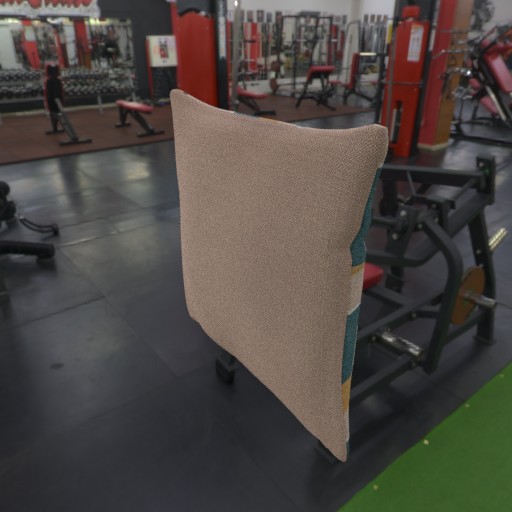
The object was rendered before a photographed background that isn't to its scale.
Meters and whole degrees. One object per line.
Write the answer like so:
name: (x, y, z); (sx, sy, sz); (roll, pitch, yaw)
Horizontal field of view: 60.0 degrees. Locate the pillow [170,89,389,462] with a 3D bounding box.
pillow: (0.000, 0.000, 0.721); (0.158, 0.479, 0.478); (-18, 31, -32)
